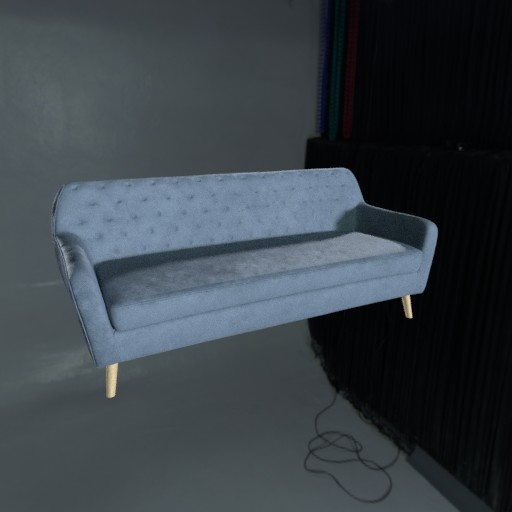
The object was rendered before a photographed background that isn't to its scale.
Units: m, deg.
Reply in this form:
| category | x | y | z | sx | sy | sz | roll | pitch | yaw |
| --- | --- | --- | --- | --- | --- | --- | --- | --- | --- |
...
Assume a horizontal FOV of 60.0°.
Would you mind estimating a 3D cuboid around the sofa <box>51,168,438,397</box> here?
| category | x | y | z | sx | sy | sz | roll | pitch | yaw |
| --- | --- | --- | --- | --- | --- | --- | --- | --- | --- |
| sofa | 0.000 | 0.000 | 2.438 | 1.975 | 0.832 | 0.841 | -8 | 18 | -26 |
